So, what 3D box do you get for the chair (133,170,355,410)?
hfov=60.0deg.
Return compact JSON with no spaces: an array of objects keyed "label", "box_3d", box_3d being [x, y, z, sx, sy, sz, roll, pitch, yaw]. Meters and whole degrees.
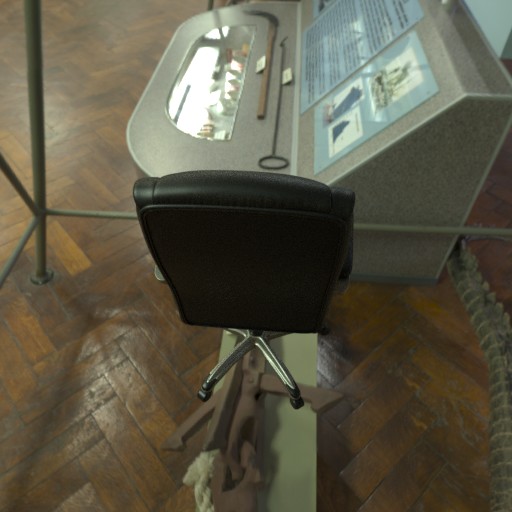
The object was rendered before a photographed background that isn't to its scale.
[{"label":"chair","box_3d":[0.000,0.000,1.542,0.663,1.155,0.739,4,47,3]}]
